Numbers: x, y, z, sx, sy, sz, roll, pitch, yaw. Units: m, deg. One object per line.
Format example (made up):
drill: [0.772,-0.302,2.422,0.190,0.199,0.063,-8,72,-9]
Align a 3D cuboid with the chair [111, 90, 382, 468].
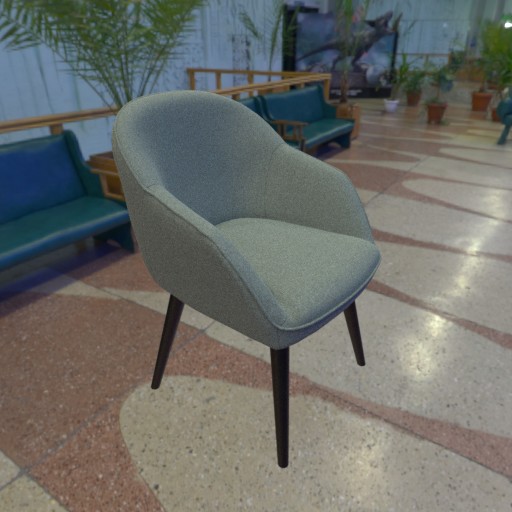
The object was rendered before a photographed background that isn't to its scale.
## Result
chair: [0.000,0.000,1.210,0.611,0.810,0.589,18,31,32]
